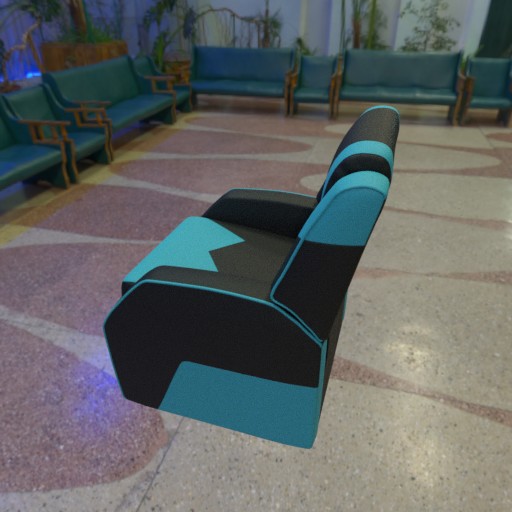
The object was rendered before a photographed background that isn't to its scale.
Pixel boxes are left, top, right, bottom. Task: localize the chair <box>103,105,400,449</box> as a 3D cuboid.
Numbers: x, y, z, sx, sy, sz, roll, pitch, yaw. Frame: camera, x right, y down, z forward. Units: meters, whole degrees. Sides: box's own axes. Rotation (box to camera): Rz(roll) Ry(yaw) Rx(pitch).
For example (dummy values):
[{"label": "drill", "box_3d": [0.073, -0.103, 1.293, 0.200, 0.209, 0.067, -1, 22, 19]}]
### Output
[{"label": "chair", "box_3d": [0.000, 0.000, 1.273, 0.672, 0.805, 0.620, 9, 32, 15]}]
